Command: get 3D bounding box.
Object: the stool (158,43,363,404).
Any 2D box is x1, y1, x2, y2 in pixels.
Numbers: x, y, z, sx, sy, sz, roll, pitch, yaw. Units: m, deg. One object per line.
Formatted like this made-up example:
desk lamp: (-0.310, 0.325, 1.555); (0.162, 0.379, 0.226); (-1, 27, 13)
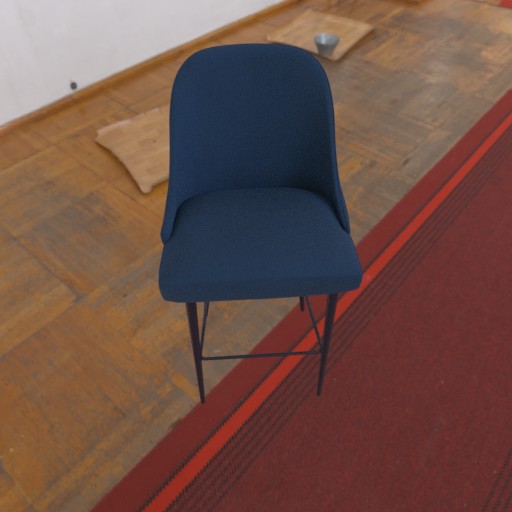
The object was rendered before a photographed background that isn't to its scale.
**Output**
stool: (0.000, 0.000, 1.367); (0.527, 1.079, 0.489); (-3, 47, -3)
